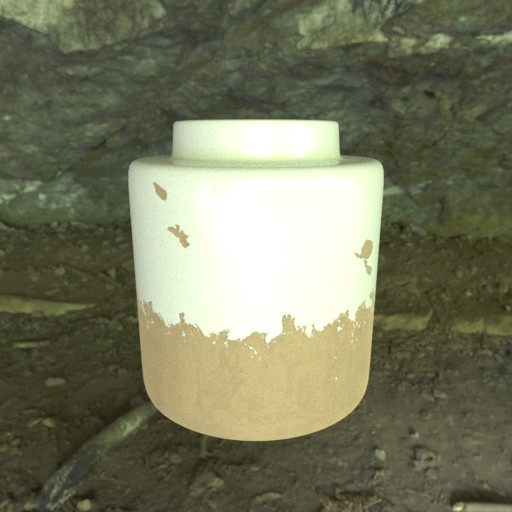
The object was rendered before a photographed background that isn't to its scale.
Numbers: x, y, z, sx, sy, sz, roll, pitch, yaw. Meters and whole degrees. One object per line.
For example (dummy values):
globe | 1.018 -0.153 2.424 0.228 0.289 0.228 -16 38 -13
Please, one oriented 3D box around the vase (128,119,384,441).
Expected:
vase | 0.000 0.000 0.288 0.153 0.167 0.153 0 16 0
